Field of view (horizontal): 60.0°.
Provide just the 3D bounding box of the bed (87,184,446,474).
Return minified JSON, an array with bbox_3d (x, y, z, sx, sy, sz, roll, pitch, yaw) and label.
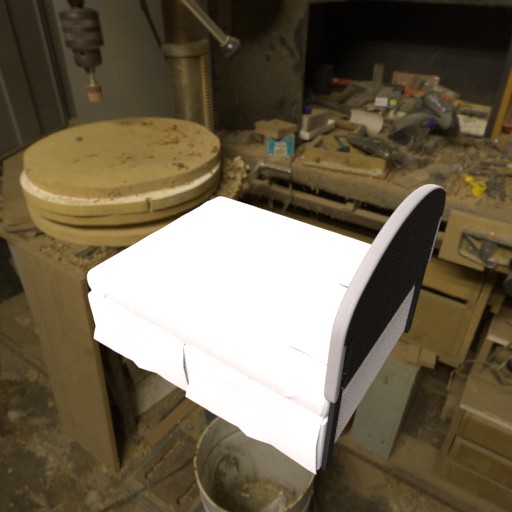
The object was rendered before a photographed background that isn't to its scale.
[{"bbox_3d":[0.000,0.000,3.104,2.005,1.410,1.607,21,39,29],"label":"bed"}]
